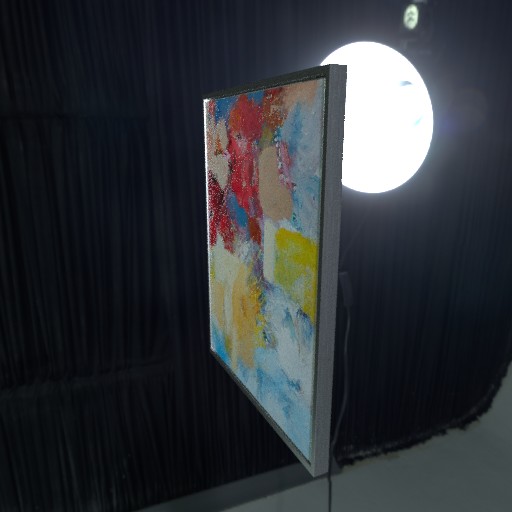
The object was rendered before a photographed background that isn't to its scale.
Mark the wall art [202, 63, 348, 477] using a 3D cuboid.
[{"bbox_3d":[0.000,0.000,0.781,0.025,0.569,0.444,-7,17,-25],"label":"wall art"}]
